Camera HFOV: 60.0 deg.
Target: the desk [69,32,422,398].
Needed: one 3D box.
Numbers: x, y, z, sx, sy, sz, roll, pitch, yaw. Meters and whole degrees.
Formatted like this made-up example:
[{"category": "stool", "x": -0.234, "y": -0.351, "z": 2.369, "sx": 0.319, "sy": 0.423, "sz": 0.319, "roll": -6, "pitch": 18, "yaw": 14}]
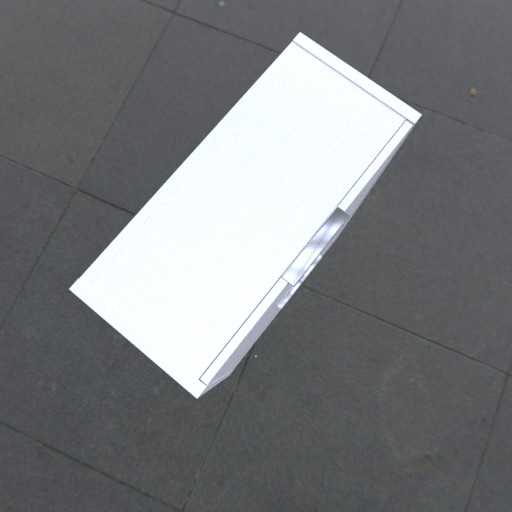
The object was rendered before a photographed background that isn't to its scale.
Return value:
[{"category": "desk", "x": 0.000, "y": 0.000, "z": 1.616, "sx": 0.390, "sy": 1.190, "sz": 0.850, "roll": 38, "pitch": 80, "yaw": 8}]
